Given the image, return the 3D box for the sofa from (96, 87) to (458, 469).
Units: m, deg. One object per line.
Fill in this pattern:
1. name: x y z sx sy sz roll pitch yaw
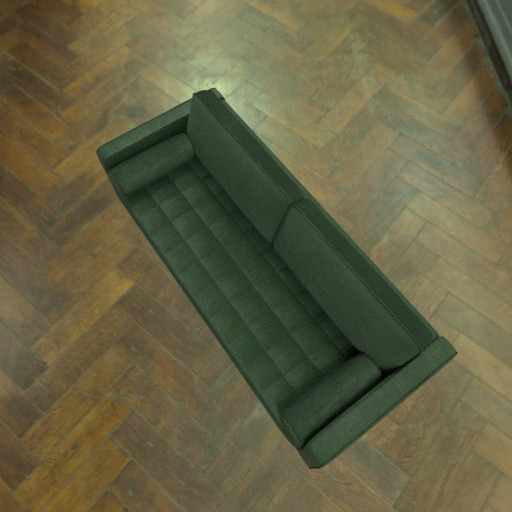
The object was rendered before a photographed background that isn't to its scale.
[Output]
1. sofa: 0.000 0.000 2.621 0.918 0.769 2.199 -33 69 -14
